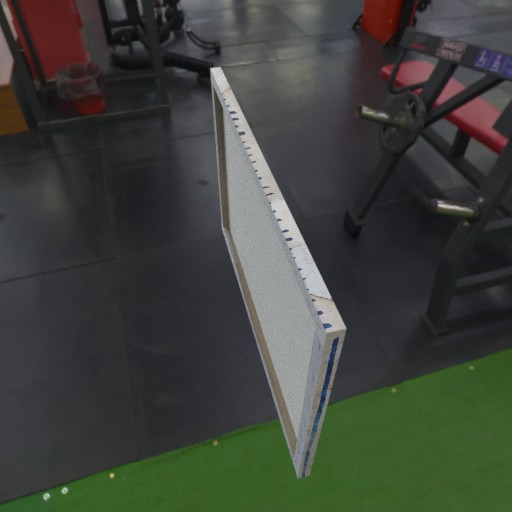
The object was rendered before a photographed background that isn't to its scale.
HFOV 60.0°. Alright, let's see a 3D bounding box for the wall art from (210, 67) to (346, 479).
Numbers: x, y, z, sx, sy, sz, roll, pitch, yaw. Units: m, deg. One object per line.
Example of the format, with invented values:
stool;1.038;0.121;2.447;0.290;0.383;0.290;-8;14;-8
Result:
wall art;0.000;0.000;1.438;0.038;0.757;1.143;-10;47;-10
